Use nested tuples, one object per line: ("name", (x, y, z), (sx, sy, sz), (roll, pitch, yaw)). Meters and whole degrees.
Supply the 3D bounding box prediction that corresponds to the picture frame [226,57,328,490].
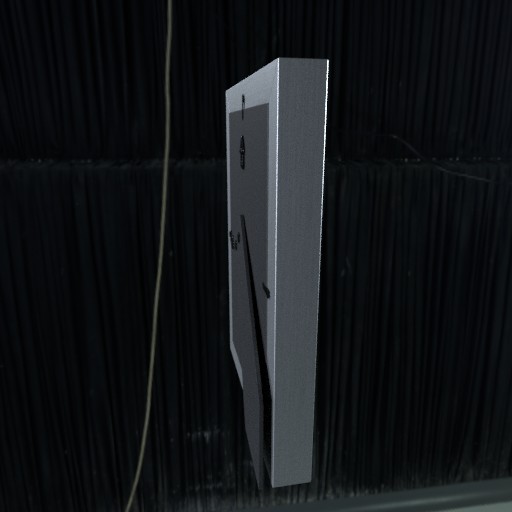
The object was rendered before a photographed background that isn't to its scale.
("picture frame", (0.000, 0.000, 0.279), (0.028, 0.208, 0.157), (-3, 16, -11))
